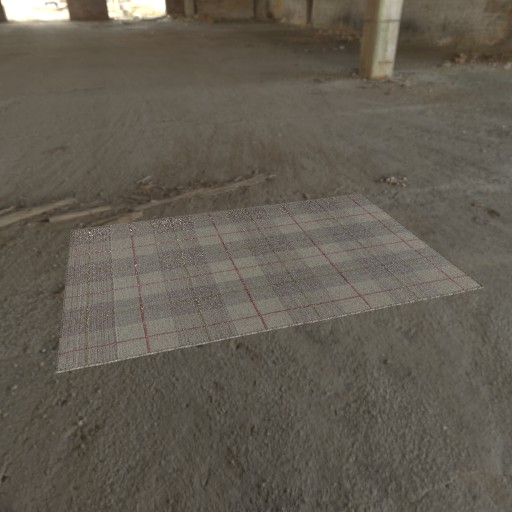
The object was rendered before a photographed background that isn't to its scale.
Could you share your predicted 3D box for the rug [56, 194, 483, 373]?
[{"bbox_3d":[0.000,0.000,3.043,2.464,0.010,1.549,-9,32,-15],"label":"rug"}]
